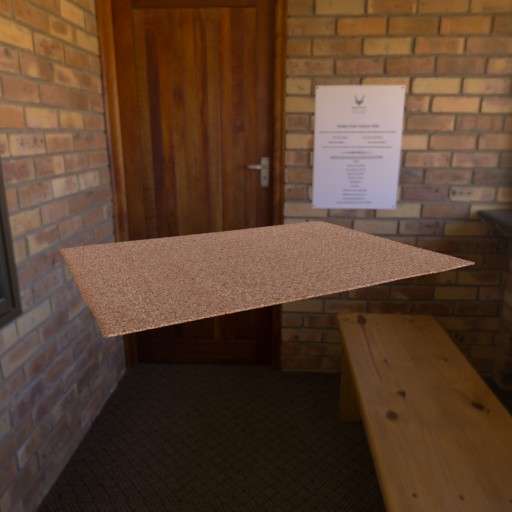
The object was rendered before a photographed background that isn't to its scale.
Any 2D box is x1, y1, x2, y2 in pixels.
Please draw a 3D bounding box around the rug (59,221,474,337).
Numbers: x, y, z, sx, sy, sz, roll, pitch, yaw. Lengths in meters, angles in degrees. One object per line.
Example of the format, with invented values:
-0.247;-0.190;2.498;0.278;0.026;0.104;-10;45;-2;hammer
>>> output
0.000;0.000;2.793;2.141;0.013;1.566;-8;17;-28;rug
